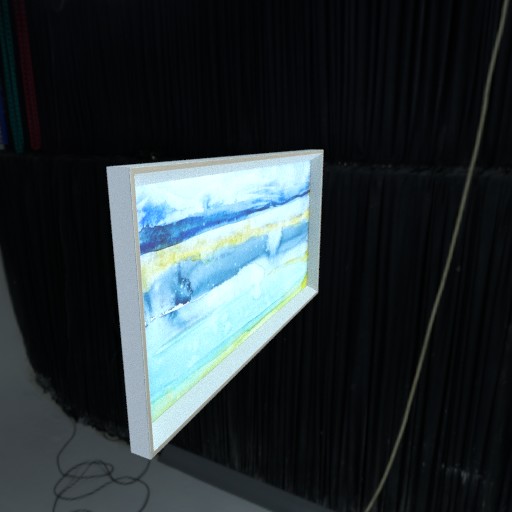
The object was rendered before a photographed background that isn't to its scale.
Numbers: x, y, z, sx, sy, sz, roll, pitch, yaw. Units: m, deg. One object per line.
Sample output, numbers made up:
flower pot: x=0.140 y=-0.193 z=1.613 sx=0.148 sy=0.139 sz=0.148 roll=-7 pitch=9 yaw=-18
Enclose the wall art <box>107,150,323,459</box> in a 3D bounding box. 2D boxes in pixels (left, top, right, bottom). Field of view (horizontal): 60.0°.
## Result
wall art: x=0.000 y=0.000 z=0.970 sx=0.038 sy=0.431 sz=0.812 roll=7 pitch=17 yaw=25
